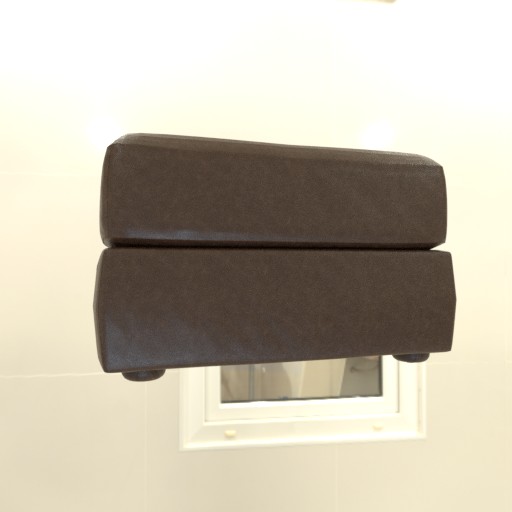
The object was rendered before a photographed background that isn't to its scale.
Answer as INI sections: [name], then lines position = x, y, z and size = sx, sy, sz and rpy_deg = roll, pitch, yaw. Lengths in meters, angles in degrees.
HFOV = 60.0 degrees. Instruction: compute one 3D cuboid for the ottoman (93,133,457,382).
[ottoman]
position = 0.000, 0.000, 1.131
size = 0.751, 0.476, 0.603
rpy_deg = 0, -1, -16
